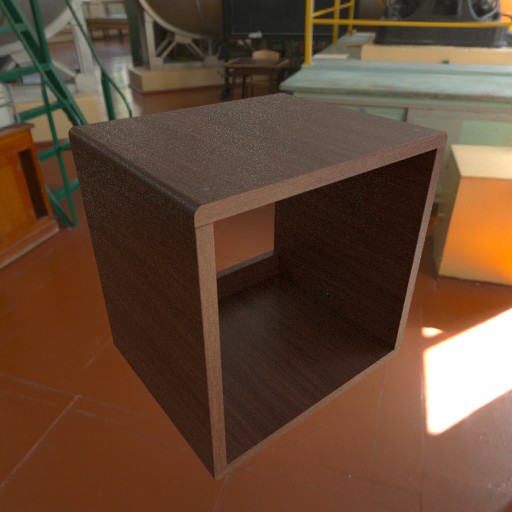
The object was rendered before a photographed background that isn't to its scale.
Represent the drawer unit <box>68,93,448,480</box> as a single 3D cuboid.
[{"bbox_3d":[0.000,0.000,0.616,0.349,0.351,0.290,-22,37,-32],"label":"drawer unit"}]
